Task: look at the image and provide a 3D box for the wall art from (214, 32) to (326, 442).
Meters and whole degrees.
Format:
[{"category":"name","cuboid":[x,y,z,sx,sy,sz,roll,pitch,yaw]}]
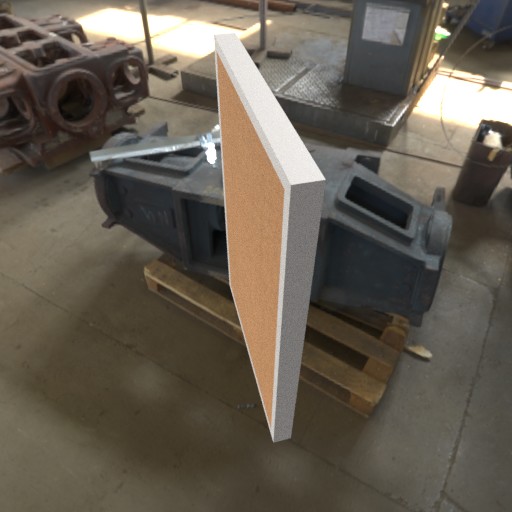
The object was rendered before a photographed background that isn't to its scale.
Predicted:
[{"category":"wall art","cuboid":[0.000,0.000,0.553,0.025,0.428,0.293,-10,46,-10]}]
